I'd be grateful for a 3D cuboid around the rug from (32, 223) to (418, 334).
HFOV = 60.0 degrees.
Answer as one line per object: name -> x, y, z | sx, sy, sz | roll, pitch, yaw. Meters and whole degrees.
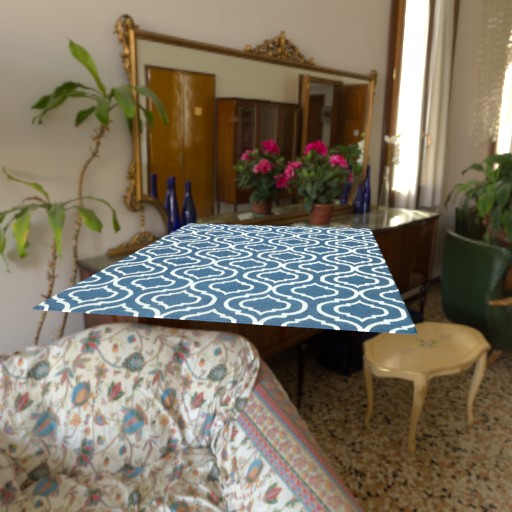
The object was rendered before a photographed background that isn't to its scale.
rug -> 0.000, 0.000, 4.323 | 2.438, 0.010, 3.353 | 2, 14, 9
